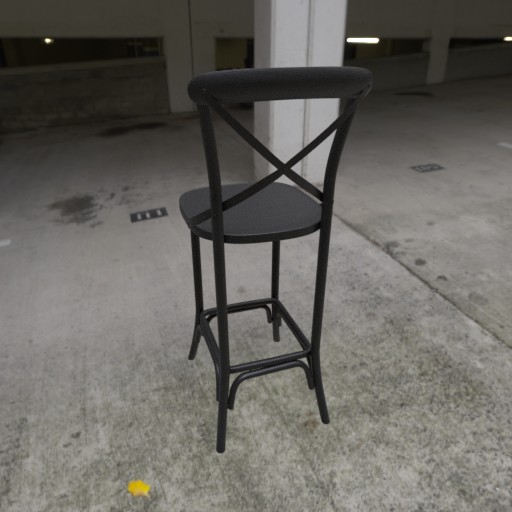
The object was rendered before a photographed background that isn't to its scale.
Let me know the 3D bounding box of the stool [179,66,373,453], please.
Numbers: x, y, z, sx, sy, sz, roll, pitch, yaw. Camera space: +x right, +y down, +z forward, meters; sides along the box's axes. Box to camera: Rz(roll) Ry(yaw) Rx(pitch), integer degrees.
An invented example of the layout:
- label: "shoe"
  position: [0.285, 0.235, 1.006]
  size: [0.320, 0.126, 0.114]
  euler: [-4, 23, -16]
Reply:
- label: "stool"
  position: [0.000, 0.000, 1.445]
  size: [0.457, 1.168, 0.584]
  euler: [-9, 28, -16]
